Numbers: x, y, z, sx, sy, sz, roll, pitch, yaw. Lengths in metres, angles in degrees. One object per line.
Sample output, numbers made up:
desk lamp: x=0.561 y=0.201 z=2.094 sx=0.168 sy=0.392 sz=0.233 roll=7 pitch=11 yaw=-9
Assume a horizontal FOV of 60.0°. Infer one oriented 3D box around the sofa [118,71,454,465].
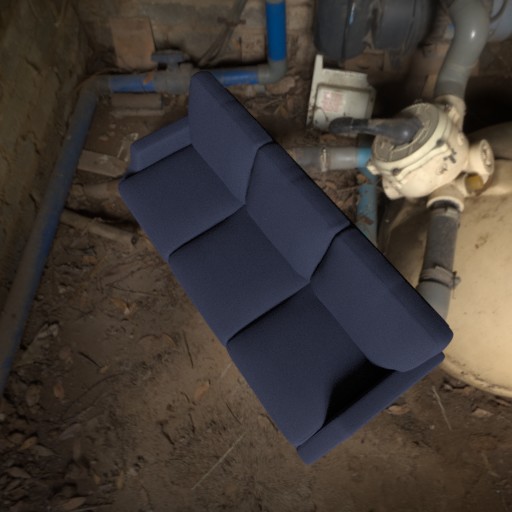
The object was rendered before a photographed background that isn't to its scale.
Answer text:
sofa: x=0.000 y=0.000 z=2.581 sx=0.888 sy=0.984 sz=2.115 roll=-32 pitch=67 yaw=-15
